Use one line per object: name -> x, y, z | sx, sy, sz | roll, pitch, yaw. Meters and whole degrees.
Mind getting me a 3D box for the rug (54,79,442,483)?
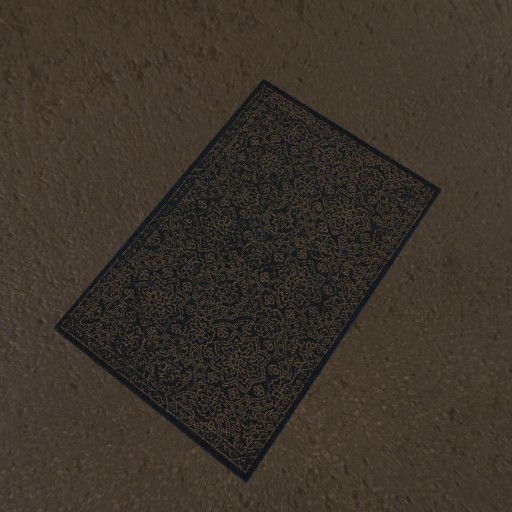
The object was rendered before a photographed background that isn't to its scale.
rug -> 0.000, 0.000, 2.350 | 1.219, 0.010, 1.829 | 35, 77, 9
